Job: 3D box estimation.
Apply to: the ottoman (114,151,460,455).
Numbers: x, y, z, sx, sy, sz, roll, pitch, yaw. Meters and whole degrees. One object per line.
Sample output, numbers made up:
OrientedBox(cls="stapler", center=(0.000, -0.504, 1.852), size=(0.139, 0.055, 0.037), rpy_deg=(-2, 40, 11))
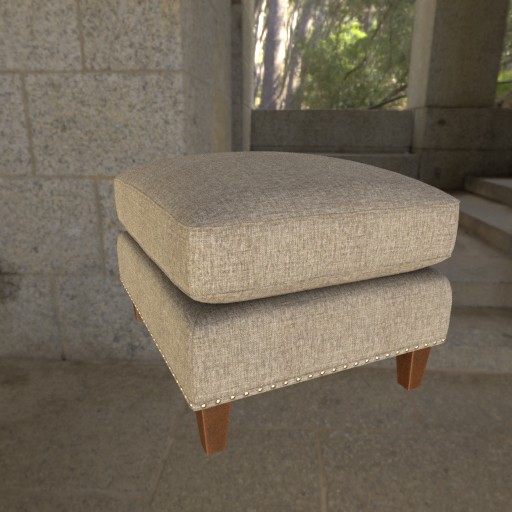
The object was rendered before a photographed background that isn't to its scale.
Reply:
OrientedBox(cls="ottoman", center=(0.000, 0.000, 1.126), size=(0.584, 0.513, 0.741), rpy_deg=(-8, 18, -24))
